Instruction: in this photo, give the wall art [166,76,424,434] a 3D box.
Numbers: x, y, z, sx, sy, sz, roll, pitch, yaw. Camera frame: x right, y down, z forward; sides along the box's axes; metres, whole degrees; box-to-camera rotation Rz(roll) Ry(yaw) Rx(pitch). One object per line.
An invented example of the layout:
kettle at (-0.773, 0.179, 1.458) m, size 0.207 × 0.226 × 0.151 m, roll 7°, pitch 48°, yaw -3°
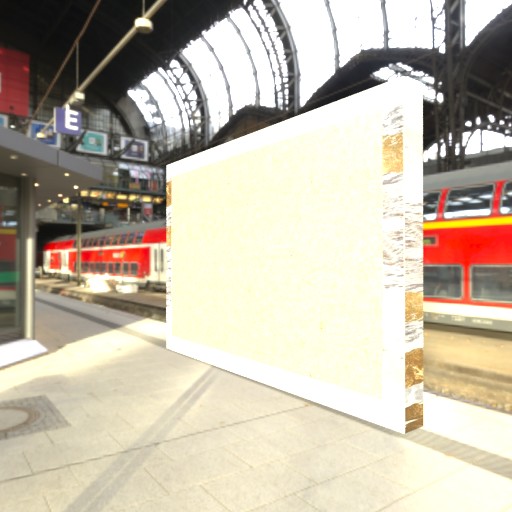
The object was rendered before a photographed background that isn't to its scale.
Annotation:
wall art at (0.000, 0.000, 0.756) m, size 0.041 × 0.407 × 0.606 m, roll 0°, pitch 0°, yaw -37°
